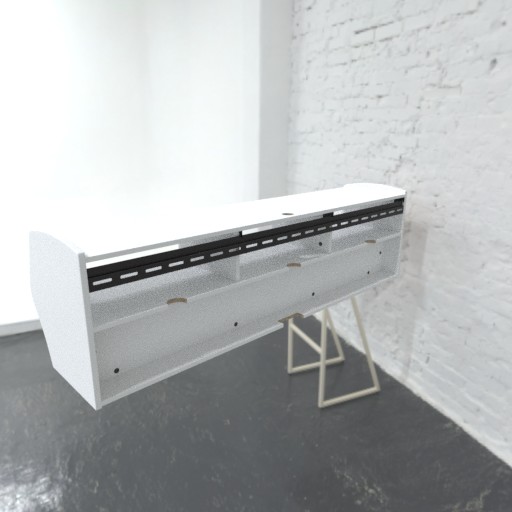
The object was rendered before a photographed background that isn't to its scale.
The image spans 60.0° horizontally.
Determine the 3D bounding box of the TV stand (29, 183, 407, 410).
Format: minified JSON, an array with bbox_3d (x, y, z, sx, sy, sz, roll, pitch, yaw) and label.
[{"bbox_3d":[0.000,0.000,1.667,1.473,0.424,0.397,-15,22,-41],"label":"TV stand"}]
